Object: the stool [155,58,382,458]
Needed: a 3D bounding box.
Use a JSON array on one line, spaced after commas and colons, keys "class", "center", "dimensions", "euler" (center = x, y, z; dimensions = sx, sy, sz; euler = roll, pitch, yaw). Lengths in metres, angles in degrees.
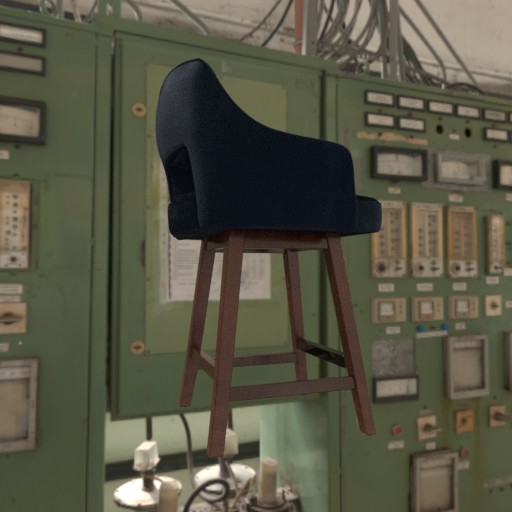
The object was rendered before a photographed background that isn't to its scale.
[{"class": "stool", "center": [0.000, 0.000, 1.279], "dimensions": [0.560, 0.940, 0.550], "euler": [1, -2, -19]}]
